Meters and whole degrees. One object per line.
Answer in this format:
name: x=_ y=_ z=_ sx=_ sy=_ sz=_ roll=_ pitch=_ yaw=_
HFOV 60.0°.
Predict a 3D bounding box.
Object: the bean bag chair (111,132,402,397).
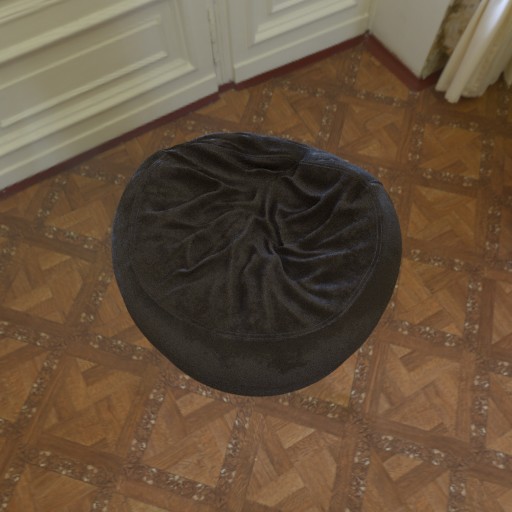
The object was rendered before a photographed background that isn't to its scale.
bean bag chair: x=0.000 y=0.000 z=1.545 sx=0.918 sy=0.605 sz=0.918 roll=0 pitch=65 yaw=0
